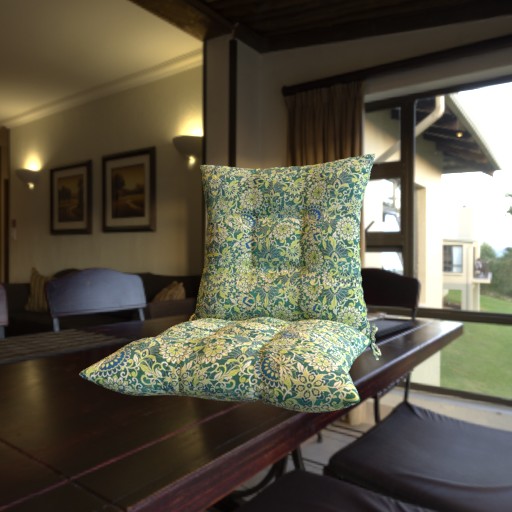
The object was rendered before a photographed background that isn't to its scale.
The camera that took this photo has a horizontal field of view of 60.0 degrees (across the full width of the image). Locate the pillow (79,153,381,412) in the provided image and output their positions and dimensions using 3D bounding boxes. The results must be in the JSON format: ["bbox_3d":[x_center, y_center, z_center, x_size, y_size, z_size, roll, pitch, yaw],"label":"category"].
[{"bbox_3d":[0.000,0.000,1.008,0.541,0.536,0.585,0,0,17],"label":"pillow"}]
